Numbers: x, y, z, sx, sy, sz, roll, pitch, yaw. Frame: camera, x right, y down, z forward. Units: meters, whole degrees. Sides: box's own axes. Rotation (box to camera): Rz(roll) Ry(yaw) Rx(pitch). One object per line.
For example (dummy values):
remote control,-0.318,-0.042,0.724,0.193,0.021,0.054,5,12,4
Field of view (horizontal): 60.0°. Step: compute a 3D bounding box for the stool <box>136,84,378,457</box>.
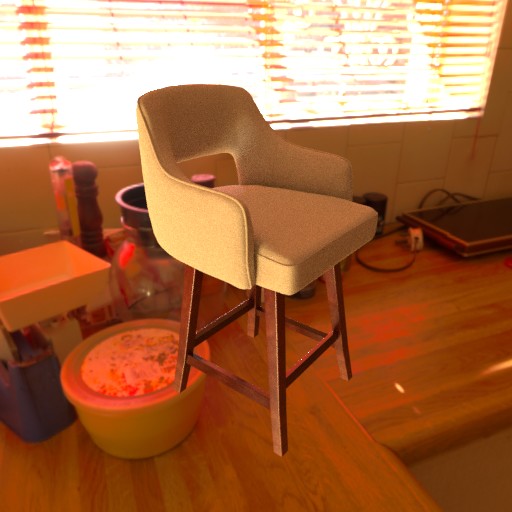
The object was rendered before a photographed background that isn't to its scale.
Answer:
stool,0.000,0.000,1.324,0.560,0.936,0.550,18,31,34
